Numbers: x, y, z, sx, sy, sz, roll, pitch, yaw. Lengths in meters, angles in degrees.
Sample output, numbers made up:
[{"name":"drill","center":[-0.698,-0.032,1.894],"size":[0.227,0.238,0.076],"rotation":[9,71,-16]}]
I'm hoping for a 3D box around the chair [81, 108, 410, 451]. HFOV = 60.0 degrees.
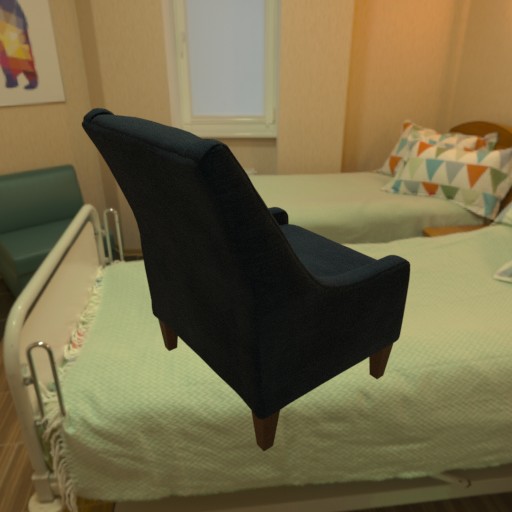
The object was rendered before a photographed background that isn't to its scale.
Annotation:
[{"name":"chair","center":[0.000,0.000,1.607],"size":[0.870,1.014,0.774],"rotation":[-18,31,-33]}]
